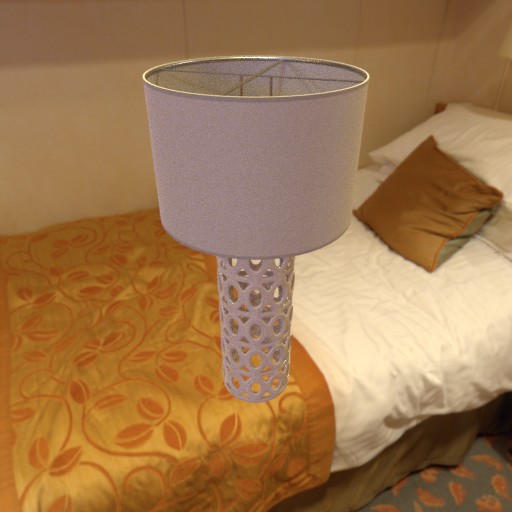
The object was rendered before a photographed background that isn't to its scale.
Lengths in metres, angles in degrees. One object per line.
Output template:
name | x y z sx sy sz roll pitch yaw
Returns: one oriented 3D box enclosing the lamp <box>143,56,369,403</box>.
lamp | 0.000 0.000 0.818 0.325 0.636 0.324 10 33 15
